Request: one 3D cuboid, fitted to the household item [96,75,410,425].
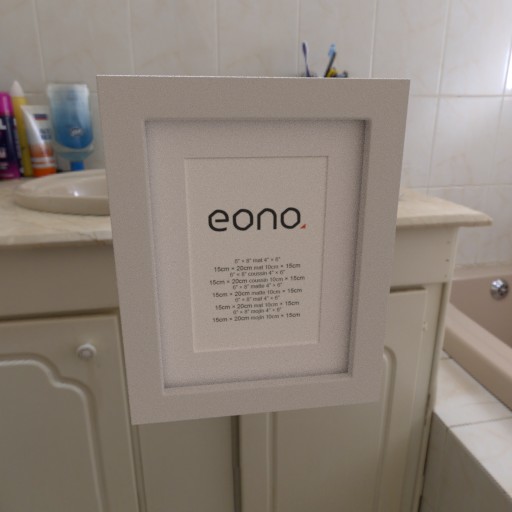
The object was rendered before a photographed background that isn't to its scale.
[{"bbox_3d":[0.000,0.000,0.337,0.200,0.250,0.045,-3,18,-8],"label":"household item"}]
